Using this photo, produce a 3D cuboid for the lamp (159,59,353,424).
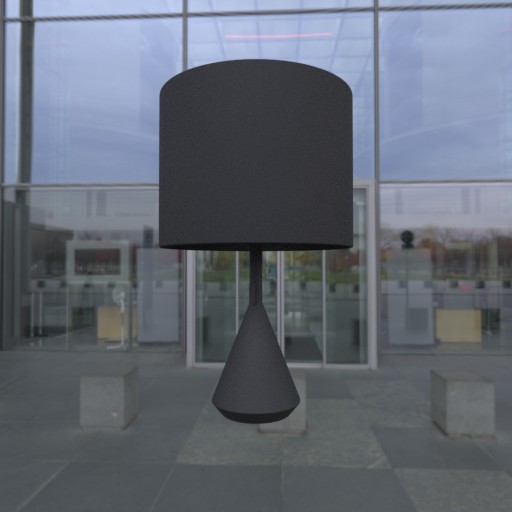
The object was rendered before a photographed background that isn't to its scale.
[{"bbox_3d":[0.000,0.000,0.836,0.359,0.584,0.359,0,-1,18],"label":"lamp"}]
